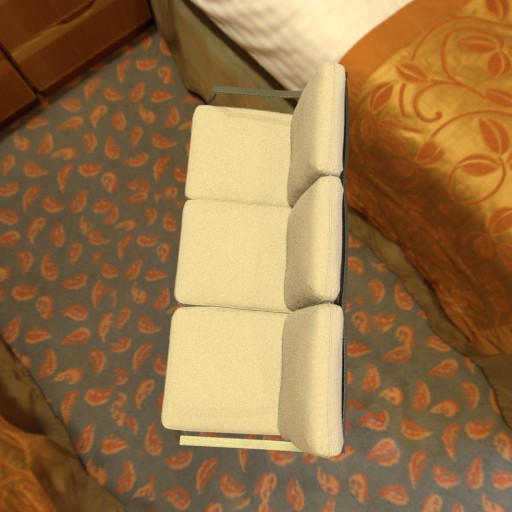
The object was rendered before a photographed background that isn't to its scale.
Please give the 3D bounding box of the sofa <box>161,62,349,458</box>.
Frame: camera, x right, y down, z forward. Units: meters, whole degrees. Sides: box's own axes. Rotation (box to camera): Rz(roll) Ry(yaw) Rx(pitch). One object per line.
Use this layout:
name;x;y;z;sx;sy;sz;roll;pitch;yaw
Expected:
sofa;0.000;0.000;2.196;0.787;0.860;1.740;3;76;1
